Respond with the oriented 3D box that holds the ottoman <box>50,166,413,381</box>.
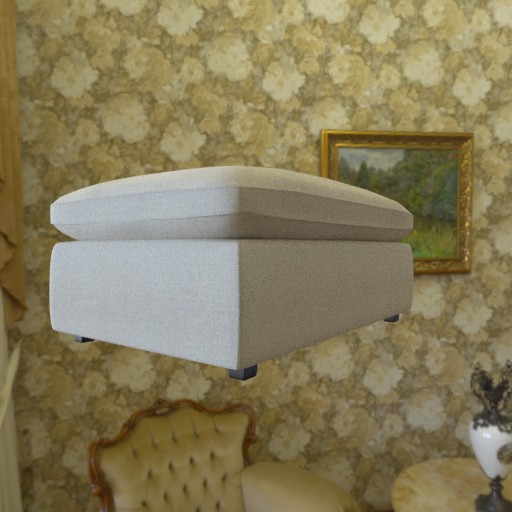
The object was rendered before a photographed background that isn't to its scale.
[{"bbox_3d":[0.000,0.000,1.350,0.686,0.453,0.984,1,2,37],"label":"ottoman"}]
